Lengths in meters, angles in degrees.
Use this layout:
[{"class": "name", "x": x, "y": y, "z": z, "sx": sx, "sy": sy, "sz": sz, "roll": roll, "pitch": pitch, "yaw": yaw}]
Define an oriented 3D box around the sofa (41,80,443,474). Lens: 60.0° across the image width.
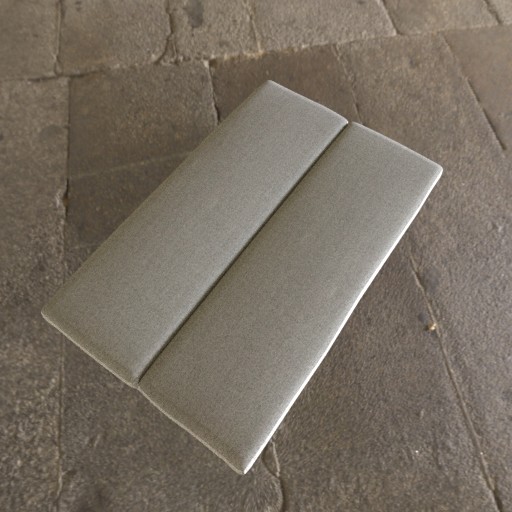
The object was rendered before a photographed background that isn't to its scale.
[{"class": "sofa", "x": 0.000, "y": 0.000, "z": 1.653, "sx": 0.817, "sy": 0.434, "sz": 1.250, "roll": 33, "pitch": 68, "yaw": 15}]
